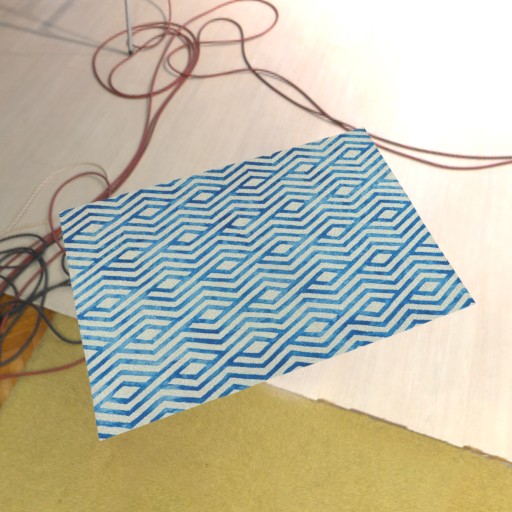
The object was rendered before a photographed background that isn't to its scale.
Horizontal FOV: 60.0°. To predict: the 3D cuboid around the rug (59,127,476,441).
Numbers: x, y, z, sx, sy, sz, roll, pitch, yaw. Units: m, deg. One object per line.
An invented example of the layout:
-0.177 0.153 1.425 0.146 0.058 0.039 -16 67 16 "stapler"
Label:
0.000 0.000 2.272 1.830 0.008 1.225 -18 63 -9 "rug"
